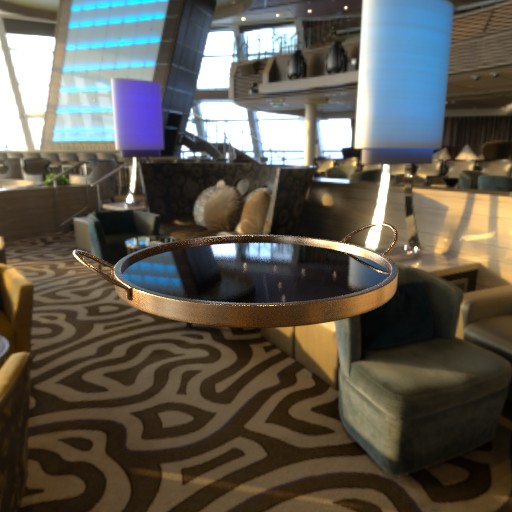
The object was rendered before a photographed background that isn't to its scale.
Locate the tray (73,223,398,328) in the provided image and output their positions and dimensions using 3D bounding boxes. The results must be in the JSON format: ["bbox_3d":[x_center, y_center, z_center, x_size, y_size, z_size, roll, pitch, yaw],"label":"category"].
[{"bbox_3d":[0.000,0.000,0.713,0.543,0.069,0.438,-6,15,-25],"label":"tray"}]
